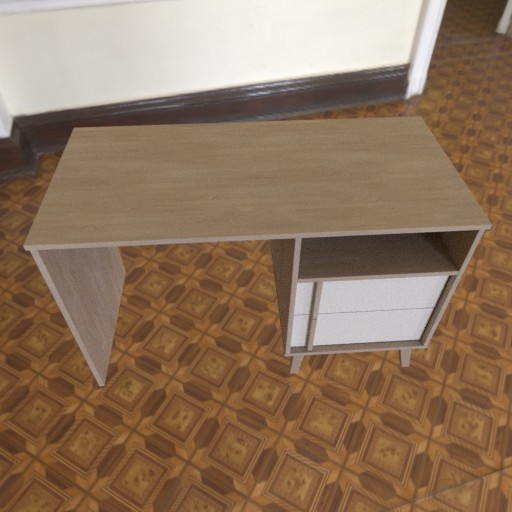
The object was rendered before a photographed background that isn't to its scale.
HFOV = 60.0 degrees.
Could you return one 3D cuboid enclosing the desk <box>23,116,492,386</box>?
[{"bbox_3d":[0.000,0.000,1.661,1.251,0.770,0.600,-3,46,-3],"label":"desk"}]
